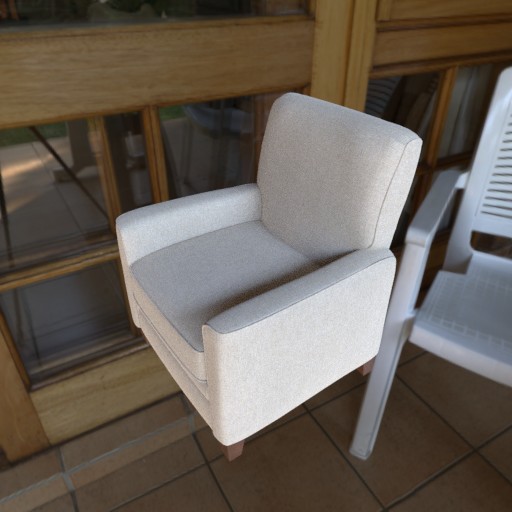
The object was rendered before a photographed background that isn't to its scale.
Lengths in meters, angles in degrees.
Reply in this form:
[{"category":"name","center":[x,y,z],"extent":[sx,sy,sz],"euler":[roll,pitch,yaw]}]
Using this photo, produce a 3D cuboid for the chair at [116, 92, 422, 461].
[{"category":"chair","center":[0.000,0.000,1.700],"extent":[0.859,1.023,0.845],"euler":[-21,39,-29]}]
